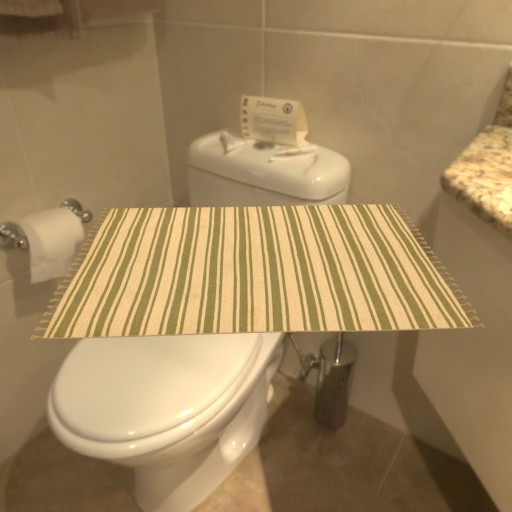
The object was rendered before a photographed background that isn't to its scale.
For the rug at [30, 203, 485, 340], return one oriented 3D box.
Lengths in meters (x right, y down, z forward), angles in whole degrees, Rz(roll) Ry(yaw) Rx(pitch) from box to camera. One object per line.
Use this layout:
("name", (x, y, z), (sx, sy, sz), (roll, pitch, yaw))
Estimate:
("rug", (0.000, 0.000, 2.988), (2.435, 0.018, 1.540), (-1, 32, -2))
